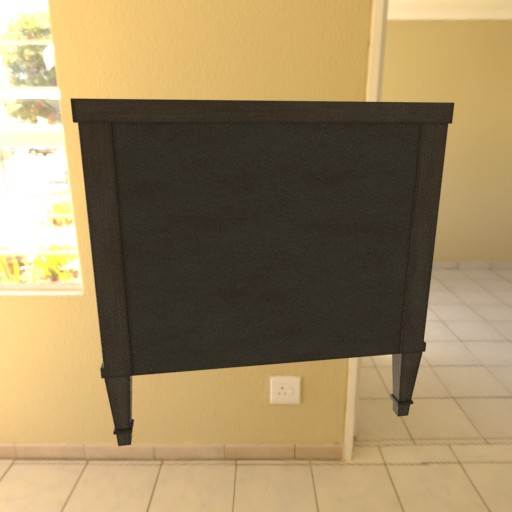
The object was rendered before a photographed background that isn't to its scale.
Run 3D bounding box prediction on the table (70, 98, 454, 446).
[{"bbox_3d":[0.000,0.000,1.034,0.660,0.660,0.413,-3,16,-9],"label":"table"}]
